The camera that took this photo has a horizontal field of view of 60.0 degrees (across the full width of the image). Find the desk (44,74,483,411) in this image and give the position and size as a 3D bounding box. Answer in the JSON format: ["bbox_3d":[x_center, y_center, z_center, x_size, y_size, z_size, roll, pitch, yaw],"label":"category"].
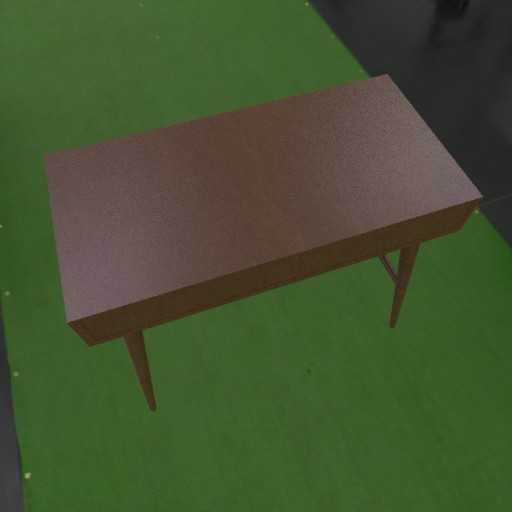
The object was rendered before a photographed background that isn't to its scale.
[{"bbox_3d":[0.000,0.000,1.387,0.949,0.758,0.510,-17,60,-10],"label":"desk"}]
